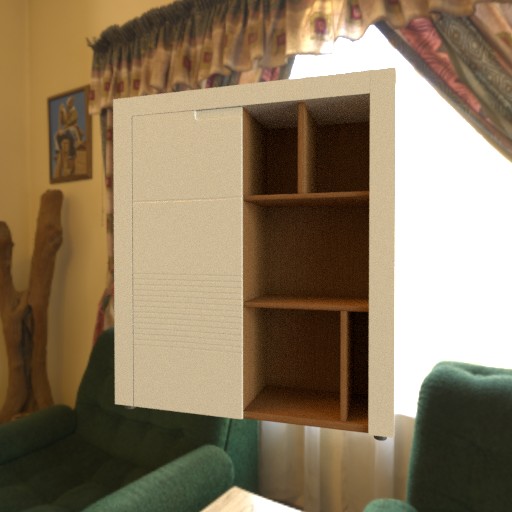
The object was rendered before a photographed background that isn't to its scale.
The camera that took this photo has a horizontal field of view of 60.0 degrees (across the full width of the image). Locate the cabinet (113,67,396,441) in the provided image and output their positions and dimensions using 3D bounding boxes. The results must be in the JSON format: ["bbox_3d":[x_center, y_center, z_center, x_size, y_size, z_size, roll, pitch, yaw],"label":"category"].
[{"bbox_3d":[0.000,0.000,1.655,0.990,1.150,0.348,0,1,17],"label":"cabinet"}]
